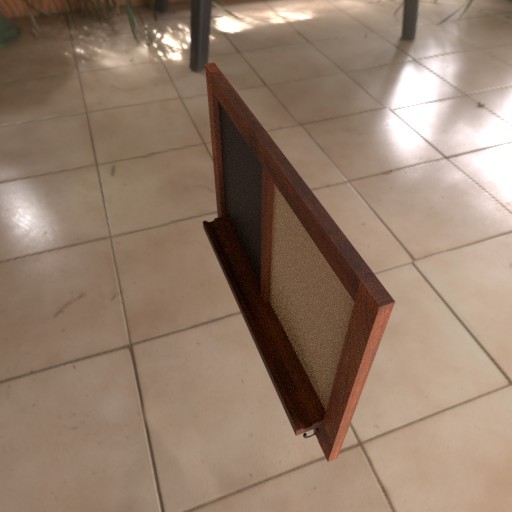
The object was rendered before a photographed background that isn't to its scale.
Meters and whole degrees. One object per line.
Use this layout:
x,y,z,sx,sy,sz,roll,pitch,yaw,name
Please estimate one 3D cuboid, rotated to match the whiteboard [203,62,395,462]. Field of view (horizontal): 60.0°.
0.000,0.000,0.999,0.083,0.553,0.768,-16,48,-14,whiteboard
